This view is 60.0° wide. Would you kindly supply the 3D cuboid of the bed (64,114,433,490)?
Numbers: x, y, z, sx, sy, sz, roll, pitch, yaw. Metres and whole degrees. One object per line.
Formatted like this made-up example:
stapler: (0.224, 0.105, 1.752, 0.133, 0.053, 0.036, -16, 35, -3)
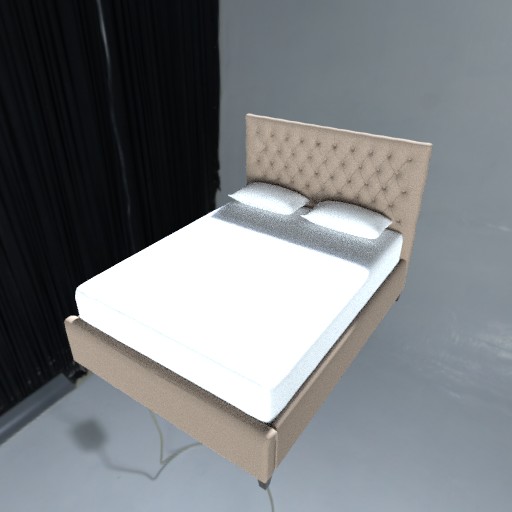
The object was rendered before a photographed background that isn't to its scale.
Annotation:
bed: (0.000, 0.000, 3.263, 1.696, 1.426, 2.233, 19, 36, 29)
